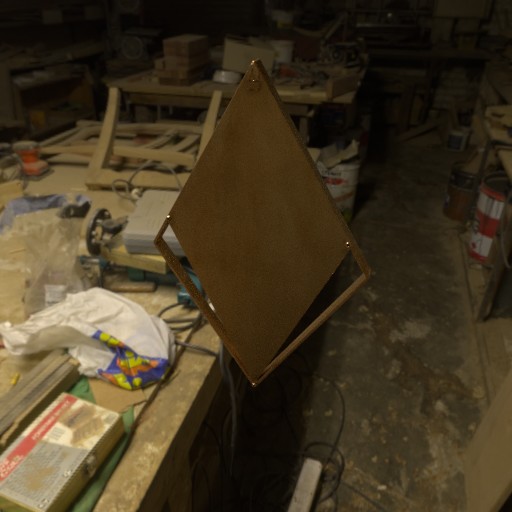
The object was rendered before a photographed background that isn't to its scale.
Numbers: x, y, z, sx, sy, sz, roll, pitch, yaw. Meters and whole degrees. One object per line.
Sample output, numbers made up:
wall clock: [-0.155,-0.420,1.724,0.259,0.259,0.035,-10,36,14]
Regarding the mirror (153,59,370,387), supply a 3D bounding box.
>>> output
mirror: [0.000,0.000,0.833,0.419,0.679,0.032,9,33,15]
